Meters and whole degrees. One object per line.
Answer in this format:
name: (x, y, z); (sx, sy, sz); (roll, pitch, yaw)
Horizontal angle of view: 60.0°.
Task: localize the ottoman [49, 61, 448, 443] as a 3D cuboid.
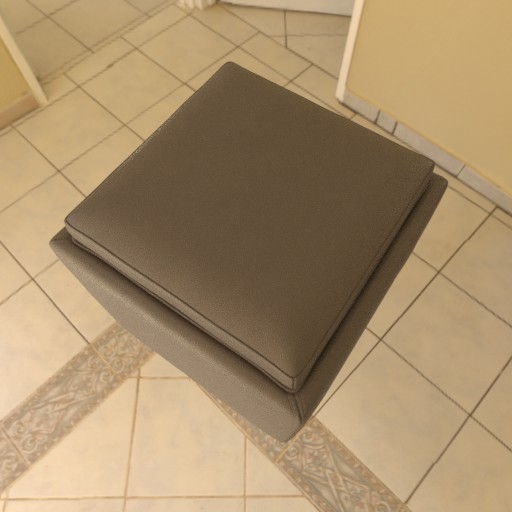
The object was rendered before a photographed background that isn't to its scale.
ottoman: (0.000, 0.000, 0.800); (0.450, 0.460, 0.451); (32, 68, 15)
